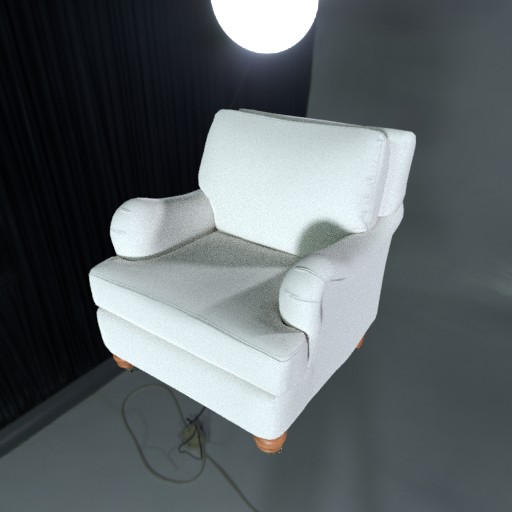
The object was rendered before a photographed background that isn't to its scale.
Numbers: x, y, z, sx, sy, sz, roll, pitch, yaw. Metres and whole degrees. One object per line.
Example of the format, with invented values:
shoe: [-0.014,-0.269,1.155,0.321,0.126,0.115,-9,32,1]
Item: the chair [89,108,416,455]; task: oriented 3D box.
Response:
chair: [0.000,0.000,1.865,0.955,1.038,1.070,18,34,30]
